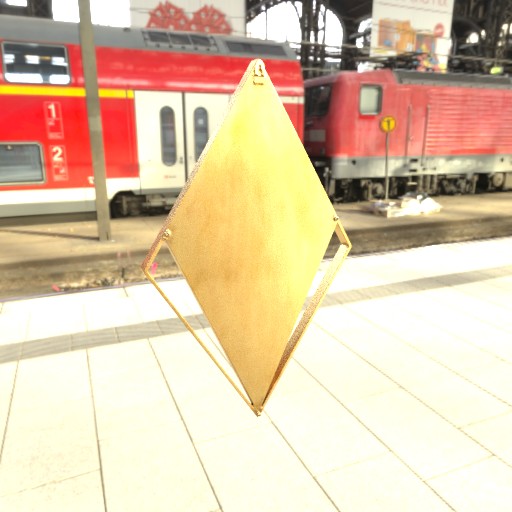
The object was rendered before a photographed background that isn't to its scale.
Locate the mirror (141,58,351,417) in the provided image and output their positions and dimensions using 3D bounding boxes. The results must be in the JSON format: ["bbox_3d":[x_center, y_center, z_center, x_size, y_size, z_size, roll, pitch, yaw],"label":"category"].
[{"bbox_3d":[0.000,0.000,0.828,0.419,0.679,0.032,-7,17,-24],"label":"mirror"}]
